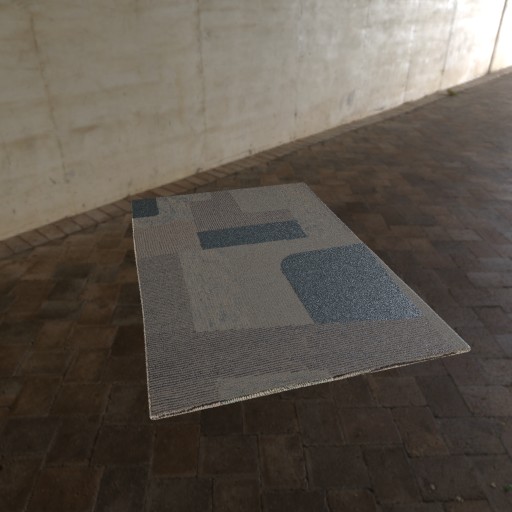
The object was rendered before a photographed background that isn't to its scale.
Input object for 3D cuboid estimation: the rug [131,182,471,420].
[{"bbox_3d":[0.000,0.000,2.356,1.238,0.020,1.847,-8,31,-13],"label":"rug"}]
